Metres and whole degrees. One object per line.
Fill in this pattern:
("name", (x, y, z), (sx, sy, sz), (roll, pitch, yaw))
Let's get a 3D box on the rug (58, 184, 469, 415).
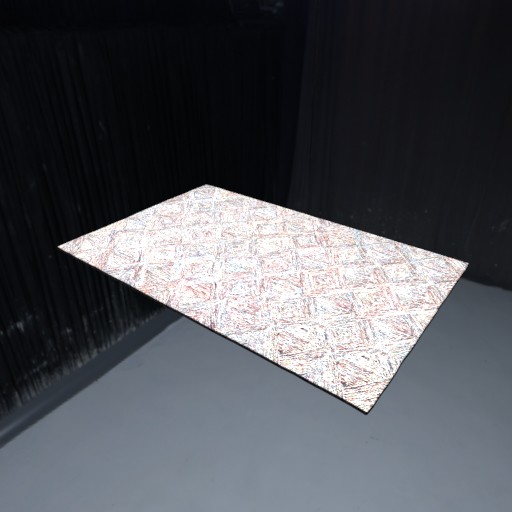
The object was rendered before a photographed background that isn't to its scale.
("rug", (0.000, 0.000, 2.240), (1.761, 0.014, 1.143), (21, 36, 32))
